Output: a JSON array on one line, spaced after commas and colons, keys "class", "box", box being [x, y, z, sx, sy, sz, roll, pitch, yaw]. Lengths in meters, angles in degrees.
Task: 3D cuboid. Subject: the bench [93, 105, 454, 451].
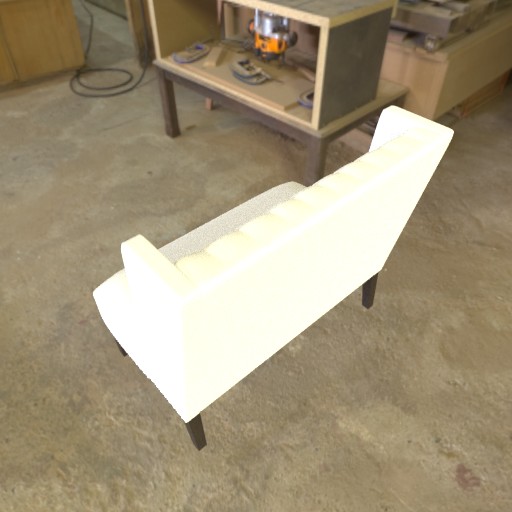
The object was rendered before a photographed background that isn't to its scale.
[{"class": "bench", "box": [0.000, 0.000, 1.978, 1.280, 1.123, 0.847, -32, 53, -28]}]
